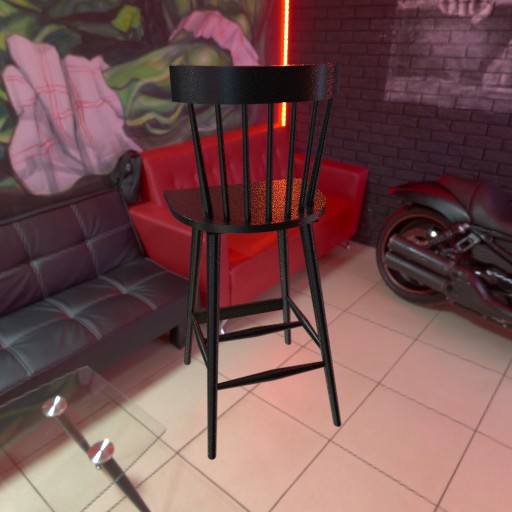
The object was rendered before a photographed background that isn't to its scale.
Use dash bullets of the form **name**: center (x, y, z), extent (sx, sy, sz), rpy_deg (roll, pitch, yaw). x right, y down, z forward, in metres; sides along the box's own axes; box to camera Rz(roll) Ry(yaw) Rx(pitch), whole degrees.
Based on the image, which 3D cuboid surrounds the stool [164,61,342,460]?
- **stool**: center (0.000, 0.000, 1.366), extent (0.482, 1.092, 0.483), rpy_deg (-8, 28, -15)
